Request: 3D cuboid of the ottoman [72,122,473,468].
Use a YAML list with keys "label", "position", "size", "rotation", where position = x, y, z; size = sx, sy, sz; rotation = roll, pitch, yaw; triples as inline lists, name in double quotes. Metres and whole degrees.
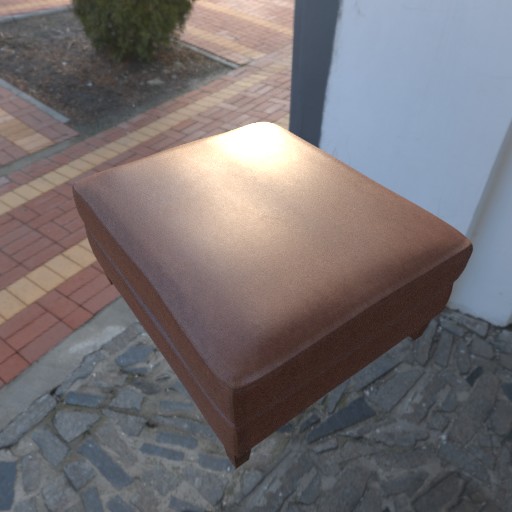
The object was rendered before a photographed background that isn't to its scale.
- label: "ottoman"
  position: [0.000, 0.000, 1.461]
  size: [0.836, 0.472, 0.987]
  rotation: [-26, 48, -26]
